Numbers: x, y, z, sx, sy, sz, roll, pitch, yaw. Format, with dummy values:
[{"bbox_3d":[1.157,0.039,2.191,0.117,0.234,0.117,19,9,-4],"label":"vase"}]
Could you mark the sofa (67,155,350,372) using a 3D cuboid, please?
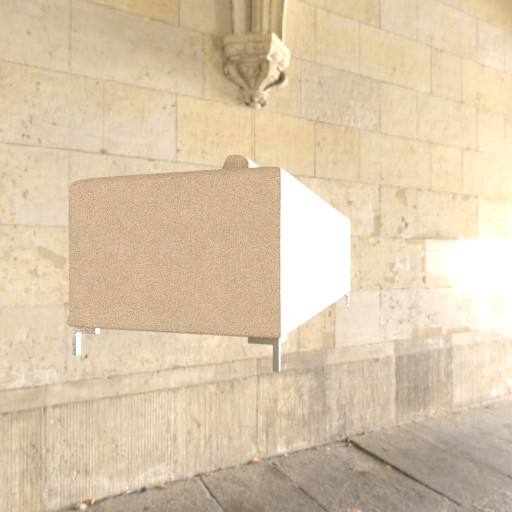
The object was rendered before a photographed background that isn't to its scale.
[{"bbox_3d":[0.000,0.000,2.914,0.969,0.867,2.415,0,0,18],"label":"sofa"}]
